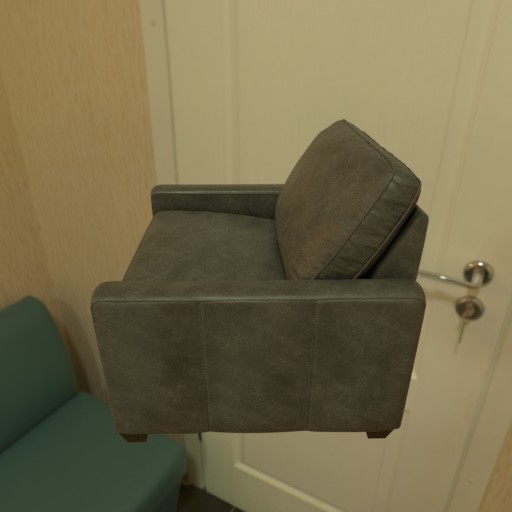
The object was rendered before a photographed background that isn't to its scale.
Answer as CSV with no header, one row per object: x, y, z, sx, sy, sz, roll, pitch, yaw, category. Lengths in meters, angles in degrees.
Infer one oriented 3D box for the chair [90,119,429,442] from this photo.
0.000,0.000,1.689,0.939,0.916,1.006,0,28,-1,chair
